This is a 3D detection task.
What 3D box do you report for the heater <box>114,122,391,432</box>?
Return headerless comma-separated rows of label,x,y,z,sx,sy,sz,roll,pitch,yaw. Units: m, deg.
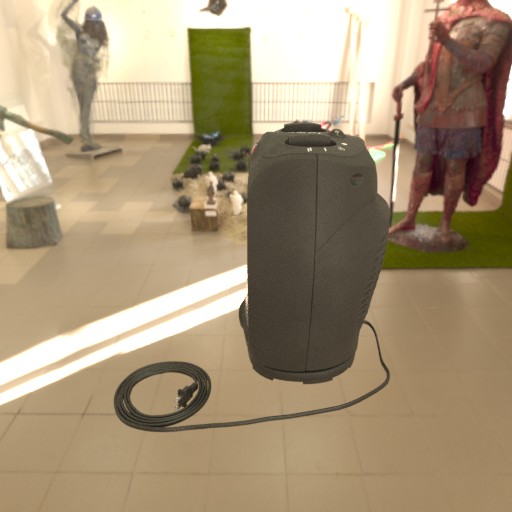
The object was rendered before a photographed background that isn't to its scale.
heater,0.000,0.000,0.467,0.291,0.255,0.239,0,26,0
